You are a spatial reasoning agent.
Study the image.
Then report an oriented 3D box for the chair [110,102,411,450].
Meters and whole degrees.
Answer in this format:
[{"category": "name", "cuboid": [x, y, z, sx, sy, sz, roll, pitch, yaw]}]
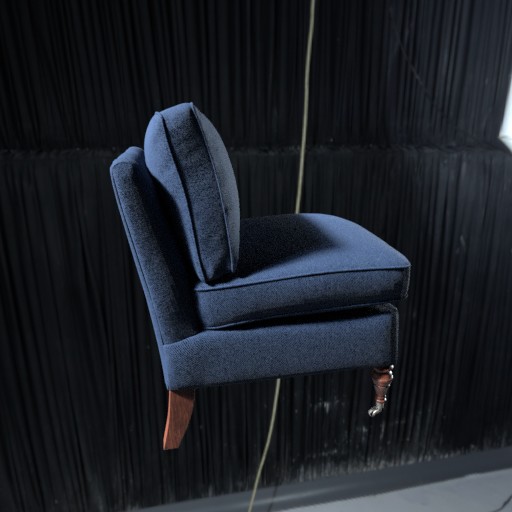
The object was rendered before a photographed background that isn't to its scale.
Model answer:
[{"category": "chair", "cuboid": [0.000, 0.000, 1.645, 0.912, 1.052, 0.724, -3, 17, -11]}]
